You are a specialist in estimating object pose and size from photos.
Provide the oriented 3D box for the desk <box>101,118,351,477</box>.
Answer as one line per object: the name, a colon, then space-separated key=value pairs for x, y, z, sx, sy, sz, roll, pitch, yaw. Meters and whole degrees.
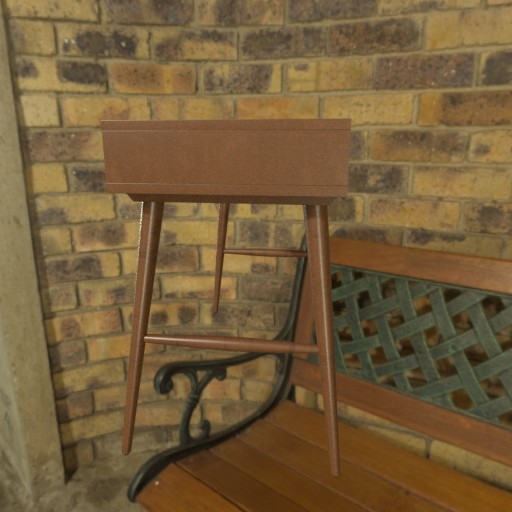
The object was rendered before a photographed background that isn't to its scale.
desk: x=0.000 y=0.000 z=1.362 sx=0.510 sy=0.758 sz=0.949 roll=2 pitch=15 yaw=8
